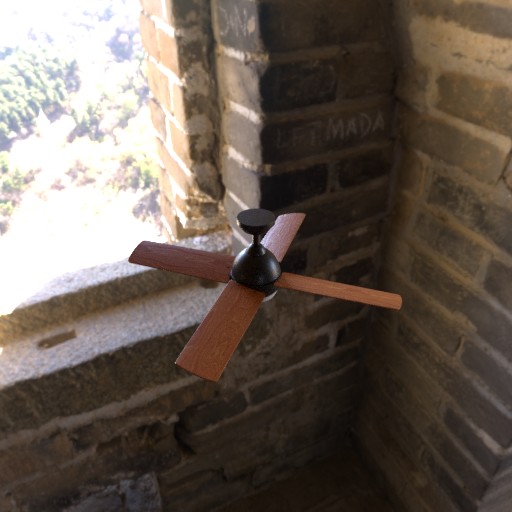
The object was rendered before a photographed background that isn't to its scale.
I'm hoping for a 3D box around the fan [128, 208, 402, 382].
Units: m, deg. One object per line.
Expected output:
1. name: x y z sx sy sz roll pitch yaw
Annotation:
1. fan: 0.000 0.000 2.044 1.332 0.403 1.332 10 34 16
